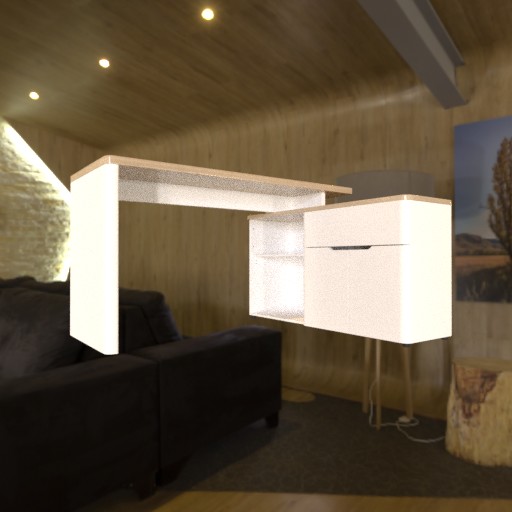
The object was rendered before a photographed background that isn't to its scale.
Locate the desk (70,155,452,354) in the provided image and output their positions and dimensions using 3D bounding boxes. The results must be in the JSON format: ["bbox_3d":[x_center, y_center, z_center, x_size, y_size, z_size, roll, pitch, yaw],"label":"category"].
[{"bbox_3d":[0.000,0.000,2.093,1.400,0.770,1.175,0,0,-36],"label":"desk"}]
